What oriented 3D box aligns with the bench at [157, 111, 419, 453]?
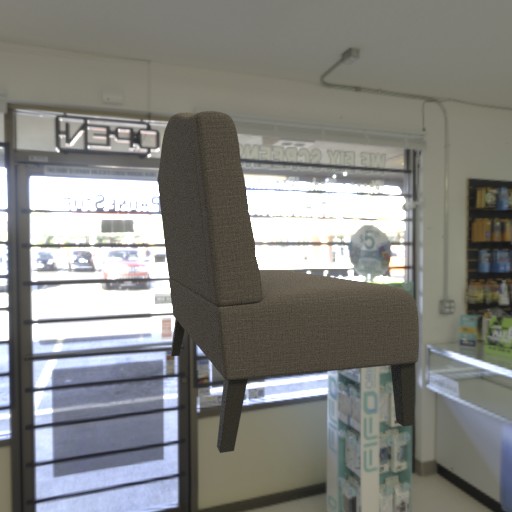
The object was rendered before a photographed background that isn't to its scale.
[{"bbox_3d":[0.000,0.000,2.062,0.815,1.180,1.335,0,1,-17],"label":"bench"}]
